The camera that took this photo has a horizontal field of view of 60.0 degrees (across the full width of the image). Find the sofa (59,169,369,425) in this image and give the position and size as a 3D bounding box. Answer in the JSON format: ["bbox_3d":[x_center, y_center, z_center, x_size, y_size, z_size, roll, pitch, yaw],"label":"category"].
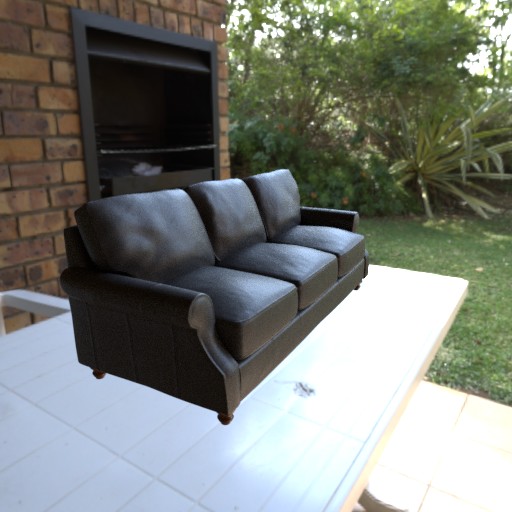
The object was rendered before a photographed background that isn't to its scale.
[{"bbox_3d":[0.000,0.000,2.921,0.974,0.977,2.387,8,18,28],"label":"sofa"}]
